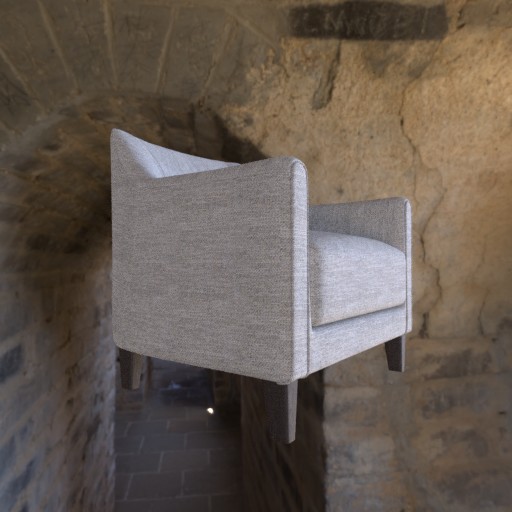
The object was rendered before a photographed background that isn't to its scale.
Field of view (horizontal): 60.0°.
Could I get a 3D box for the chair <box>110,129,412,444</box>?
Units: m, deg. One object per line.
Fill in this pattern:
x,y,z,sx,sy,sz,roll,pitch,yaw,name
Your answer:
0.000,0.000,1.386,0.758,0.761,0.796,0,-1,36,chair
